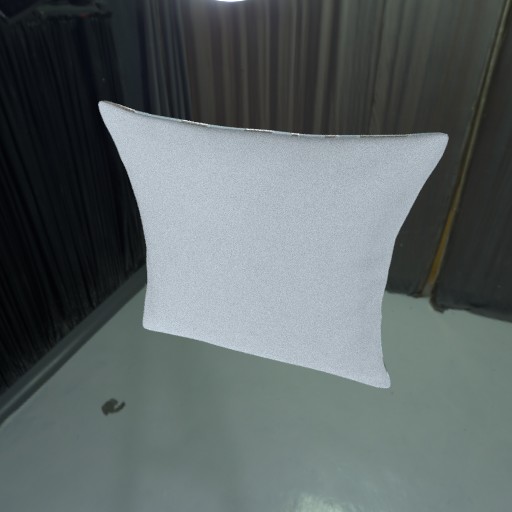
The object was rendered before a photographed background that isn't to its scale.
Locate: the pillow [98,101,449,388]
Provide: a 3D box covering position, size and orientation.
[{"bbox_3d":[0.000,0.000,0.806,0.552,0.508,0.166,10,34,16],"label":"pillow"}]
